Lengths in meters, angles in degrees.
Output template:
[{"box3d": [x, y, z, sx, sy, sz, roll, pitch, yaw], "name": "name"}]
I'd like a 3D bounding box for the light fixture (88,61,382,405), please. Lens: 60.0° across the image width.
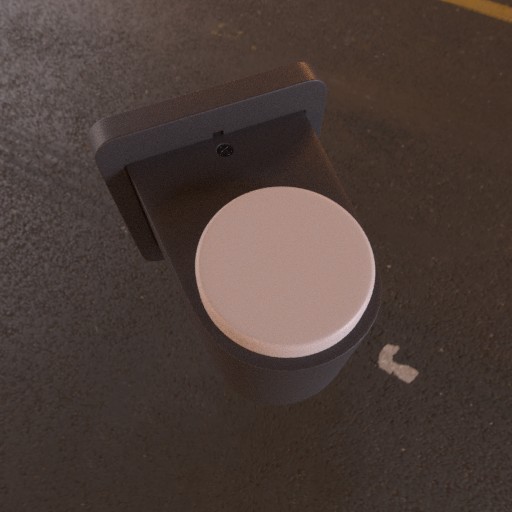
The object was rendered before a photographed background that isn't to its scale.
[{"box3d": [0.000, 0.000, 0.215, 0.109, 0.109, 0.132, -20, 65, -10], "name": "light fixture"}]
